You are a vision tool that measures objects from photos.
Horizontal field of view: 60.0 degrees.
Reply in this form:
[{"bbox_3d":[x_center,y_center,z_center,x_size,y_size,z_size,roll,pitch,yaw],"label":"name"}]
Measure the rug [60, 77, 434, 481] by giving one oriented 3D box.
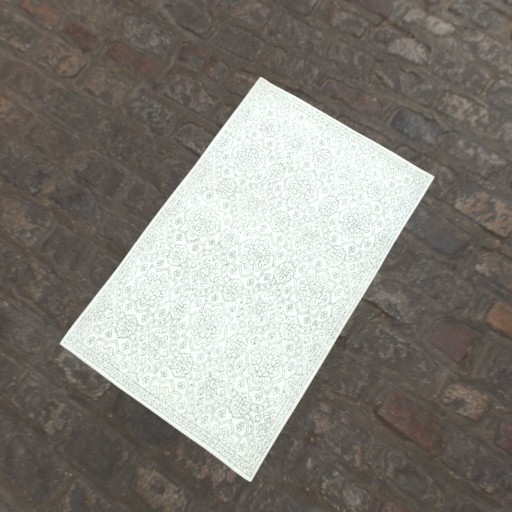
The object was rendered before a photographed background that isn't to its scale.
[{"bbox_3d":[0.000,0.000,3.069,1.518,0.023,2.434,33,78,8],"label":"rug"}]
